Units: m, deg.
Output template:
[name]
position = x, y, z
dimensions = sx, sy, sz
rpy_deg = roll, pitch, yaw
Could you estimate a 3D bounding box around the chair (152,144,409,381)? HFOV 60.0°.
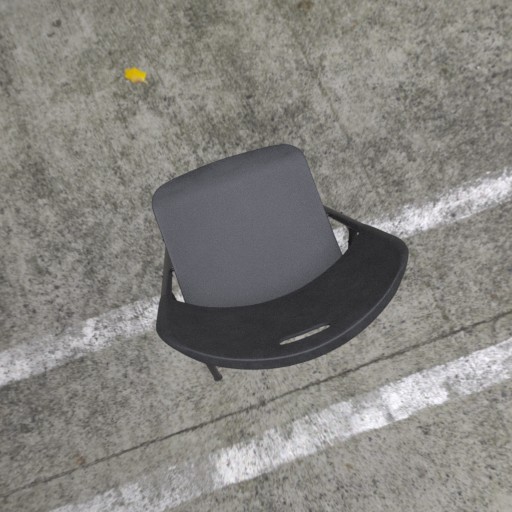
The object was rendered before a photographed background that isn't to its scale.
[chair]
position = 0.000, 0.000, 1.173
dimensions = 0.494, 0.810, 0.566
rpy_deg = -20, 78, -5
